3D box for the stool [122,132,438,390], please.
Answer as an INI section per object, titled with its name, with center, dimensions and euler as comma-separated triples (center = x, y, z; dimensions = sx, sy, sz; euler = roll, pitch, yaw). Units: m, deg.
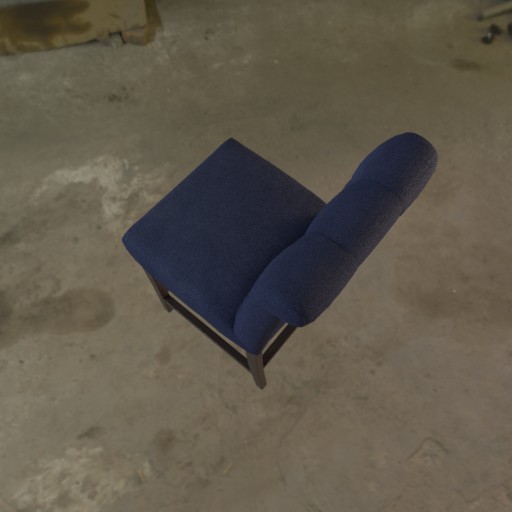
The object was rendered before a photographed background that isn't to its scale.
[stool]
center = 0.000, 0.000, 1.312
dimensions = 0.601, 1.010, 0.493
euler = 37, 70, 16
